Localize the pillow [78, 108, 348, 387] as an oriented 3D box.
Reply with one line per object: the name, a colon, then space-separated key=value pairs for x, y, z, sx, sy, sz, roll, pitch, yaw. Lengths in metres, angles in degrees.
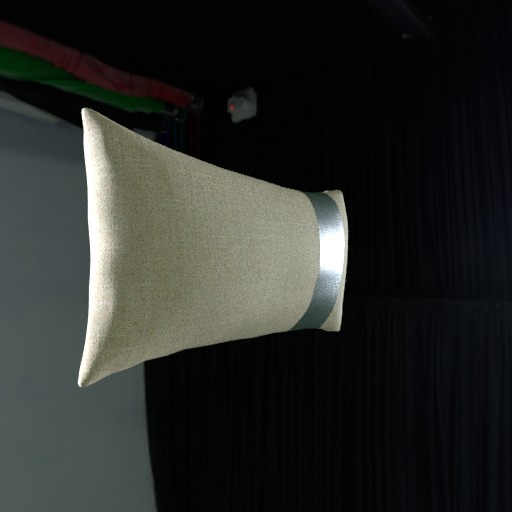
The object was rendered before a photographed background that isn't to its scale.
pillow: x=0.000 y=0.000 z=1.002 sx=0.197 sy=0.429 sz=0.859 roll=-1 pitch=-2 yaw=37
